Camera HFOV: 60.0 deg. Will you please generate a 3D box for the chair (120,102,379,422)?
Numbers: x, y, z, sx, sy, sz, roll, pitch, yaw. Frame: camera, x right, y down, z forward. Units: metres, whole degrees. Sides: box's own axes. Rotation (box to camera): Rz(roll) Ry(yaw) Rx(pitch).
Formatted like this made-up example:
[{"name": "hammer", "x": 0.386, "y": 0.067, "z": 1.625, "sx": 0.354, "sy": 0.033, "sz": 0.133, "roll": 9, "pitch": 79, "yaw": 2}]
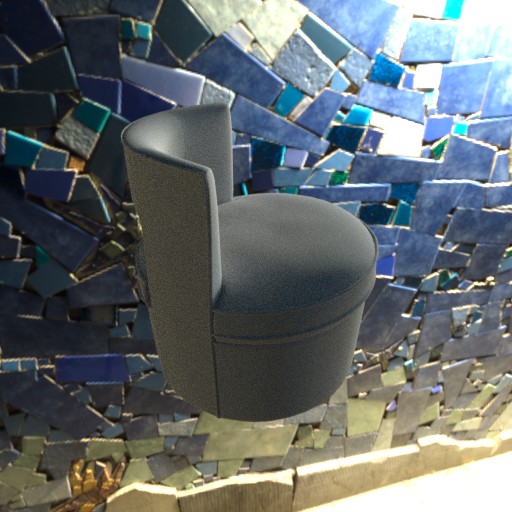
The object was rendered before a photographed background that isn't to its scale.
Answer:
[{"name": "chair", "x": 0.000, "y": 0.000, "z": 1.248, "sx": 0.665, "sy": 0.723, "sz": 0.650, "roll": 0, "pitch": 31, "yaw": 0}]
